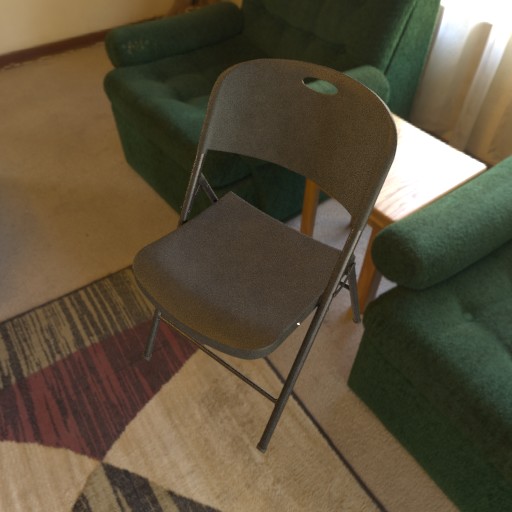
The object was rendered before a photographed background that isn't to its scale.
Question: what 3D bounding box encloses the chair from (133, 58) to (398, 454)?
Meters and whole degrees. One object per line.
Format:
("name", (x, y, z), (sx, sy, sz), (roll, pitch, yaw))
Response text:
("chair", (0.000, 0.000, 1.168), (0.494, 0.810, 0.566), (30, 55, 24))
